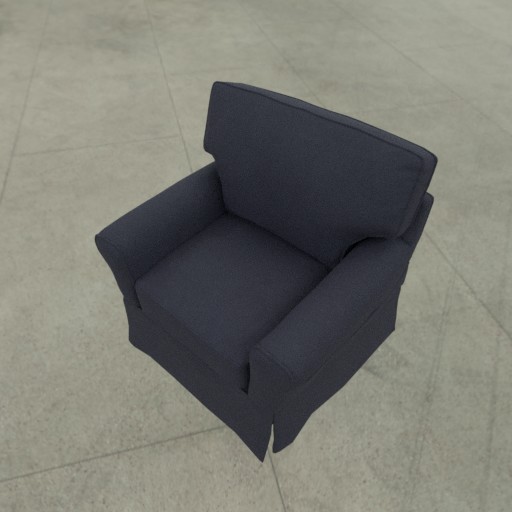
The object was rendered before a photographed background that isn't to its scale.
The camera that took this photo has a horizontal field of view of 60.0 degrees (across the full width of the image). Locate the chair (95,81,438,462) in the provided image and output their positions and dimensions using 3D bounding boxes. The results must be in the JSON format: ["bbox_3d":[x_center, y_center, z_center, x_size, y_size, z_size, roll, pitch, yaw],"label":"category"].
[{"bbox_3d":[0.000,0.000,1.951,1.119,1.140,1.002,30,52,28],"label":"chair"}]
